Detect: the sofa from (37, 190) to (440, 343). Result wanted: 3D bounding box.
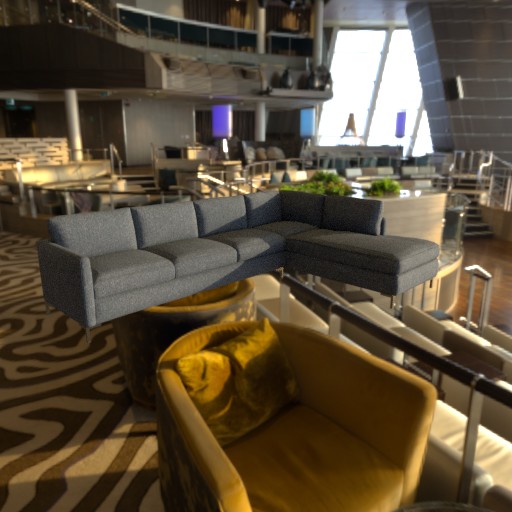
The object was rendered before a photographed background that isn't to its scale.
[{"bbox_3d":[0.000,0.000,3.828,2.949,0.815,2.007,-14,21,-43],"label":"sofa"}]
